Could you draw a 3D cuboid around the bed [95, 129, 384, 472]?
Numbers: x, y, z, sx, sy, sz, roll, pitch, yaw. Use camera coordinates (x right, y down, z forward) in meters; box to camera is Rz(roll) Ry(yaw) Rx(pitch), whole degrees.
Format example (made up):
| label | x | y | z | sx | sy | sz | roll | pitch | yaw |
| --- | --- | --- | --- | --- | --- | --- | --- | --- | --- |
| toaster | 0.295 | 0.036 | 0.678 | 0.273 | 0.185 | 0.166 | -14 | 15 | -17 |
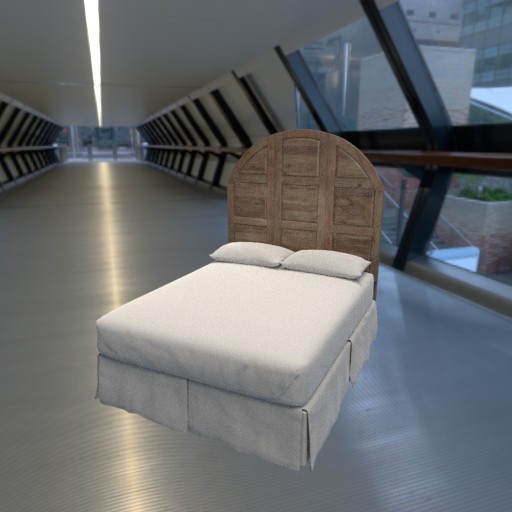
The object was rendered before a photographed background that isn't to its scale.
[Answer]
| label | x | y | z | sx | sy | sz | roll | pitch | yaw |
| --- | --- | --- | --- | --- | --- | --- | --- | --- | --- |
| bed | 0.000 | 0.000 | 3.590 | 1.713 | 2.002 | 2.112 | 7 | 17 | 25 |
